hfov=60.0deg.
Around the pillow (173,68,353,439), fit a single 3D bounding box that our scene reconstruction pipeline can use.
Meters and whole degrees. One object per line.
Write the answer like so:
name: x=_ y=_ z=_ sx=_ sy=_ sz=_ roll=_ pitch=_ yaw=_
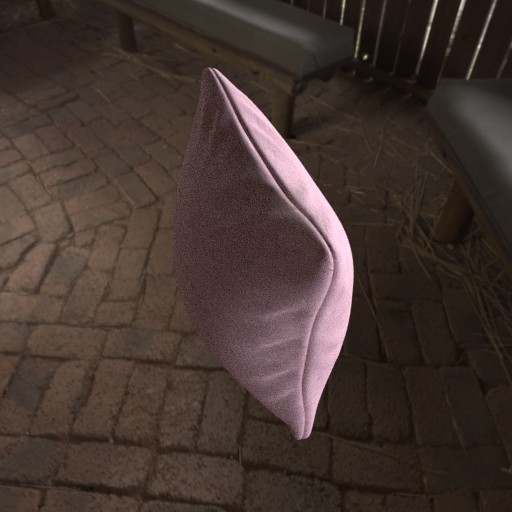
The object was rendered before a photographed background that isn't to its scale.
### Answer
pillow: x=0.000 y=0.000 z=0.679 sx=0.246 sy=0.415 sz=0.432 roll=-14 pitch=48 yaw=-13
